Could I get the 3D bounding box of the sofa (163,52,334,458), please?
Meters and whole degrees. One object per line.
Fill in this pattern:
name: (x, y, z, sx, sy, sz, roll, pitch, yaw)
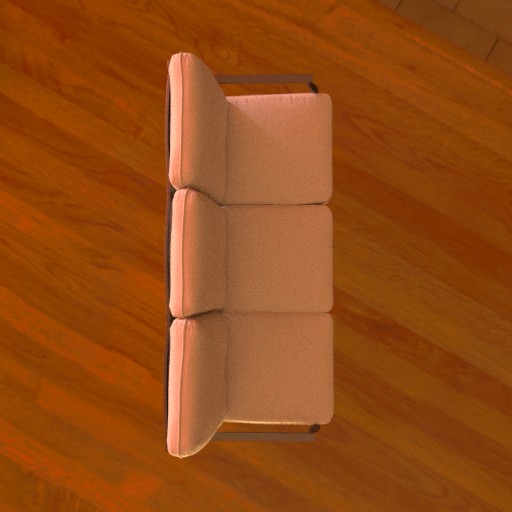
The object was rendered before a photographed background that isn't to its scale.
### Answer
sofa: (0.000, 0.000, 2.214, 0.787, 0.860, 1.740, 0, 88, 0)
